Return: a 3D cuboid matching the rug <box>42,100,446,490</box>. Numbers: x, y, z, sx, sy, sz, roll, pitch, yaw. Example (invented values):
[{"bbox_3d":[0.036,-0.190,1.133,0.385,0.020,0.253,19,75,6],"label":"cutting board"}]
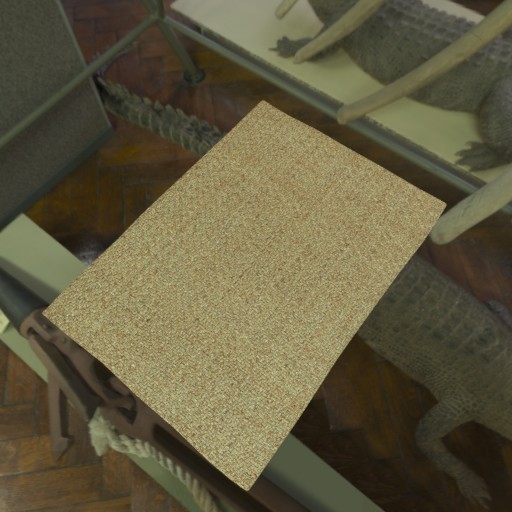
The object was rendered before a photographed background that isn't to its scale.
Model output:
[{"bbox_3d":[0.000,0.000,2.767,1.566,0.013,2.141,34,69,15],"label":"rug"}]
